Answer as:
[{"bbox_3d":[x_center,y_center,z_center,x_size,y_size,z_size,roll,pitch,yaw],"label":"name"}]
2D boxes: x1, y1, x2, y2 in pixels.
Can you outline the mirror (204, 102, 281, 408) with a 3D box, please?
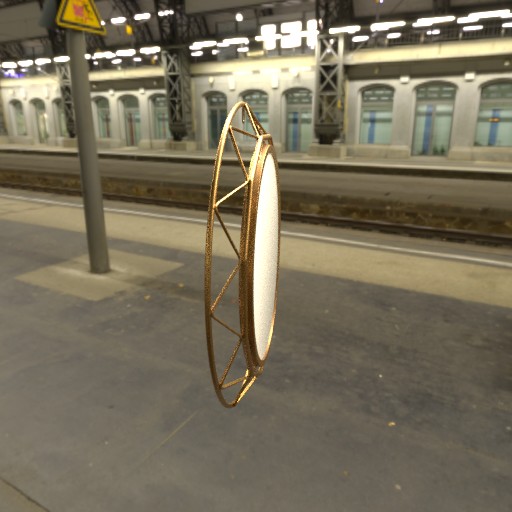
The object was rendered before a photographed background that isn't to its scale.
[{"bbox_3d":[0.000,0.000,0.690,0.043,0.454,0.454,3,17,8],"label":"mirror"}]
